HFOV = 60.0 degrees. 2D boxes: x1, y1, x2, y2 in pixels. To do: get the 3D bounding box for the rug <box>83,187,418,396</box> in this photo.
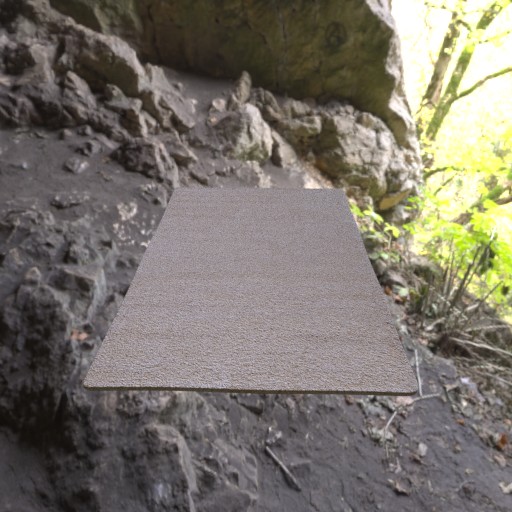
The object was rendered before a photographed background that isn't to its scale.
[{"bbox_3d":[0.000,0.000,2.960,1.500,0.026,2.349,1,31,1],"label":"rug"}]
